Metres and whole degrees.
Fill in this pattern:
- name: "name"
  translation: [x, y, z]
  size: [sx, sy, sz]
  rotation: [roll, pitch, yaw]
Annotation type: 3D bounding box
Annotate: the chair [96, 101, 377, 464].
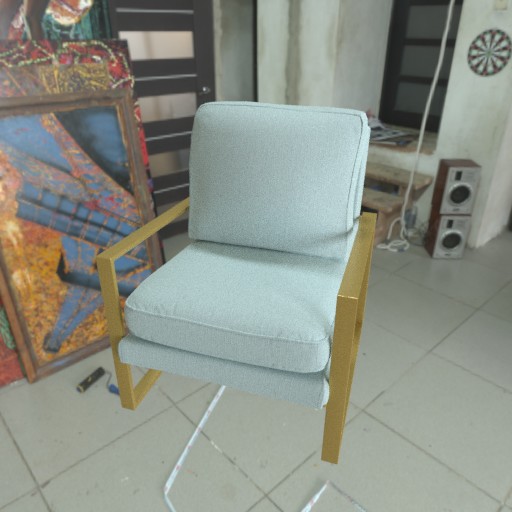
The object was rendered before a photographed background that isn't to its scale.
- name: "chair"
  translation: [0.000, 0.000, 1.547]
  size: [0.758, 0.956, 0.813]
  rotation: [8, 28, 16]
